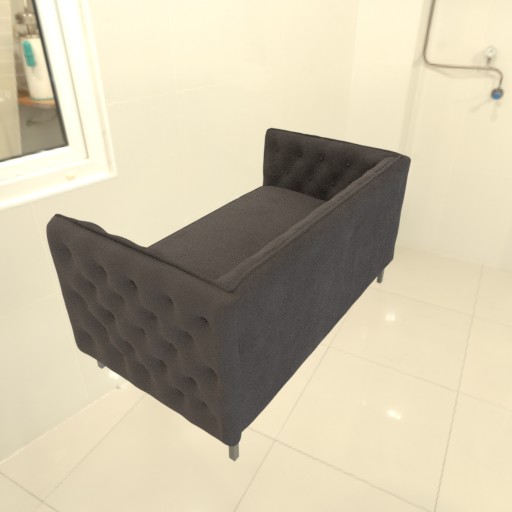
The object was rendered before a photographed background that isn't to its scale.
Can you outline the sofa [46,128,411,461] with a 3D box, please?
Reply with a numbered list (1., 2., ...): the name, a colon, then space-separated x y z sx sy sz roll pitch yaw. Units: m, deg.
1. sofa: 0.000 0.000 2.163 0.909 0.810 1.583 20 37 30
